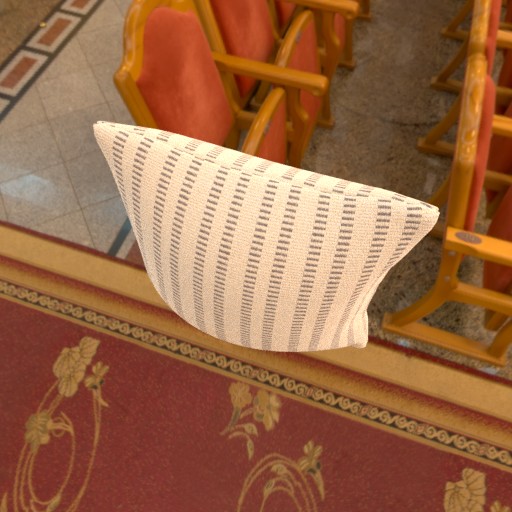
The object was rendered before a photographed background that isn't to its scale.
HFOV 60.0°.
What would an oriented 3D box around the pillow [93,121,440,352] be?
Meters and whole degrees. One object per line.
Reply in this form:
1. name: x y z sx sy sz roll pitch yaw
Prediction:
1. pillow: 0.000 0.000 0.697 0.438 0.419 0.247 16 60 10
